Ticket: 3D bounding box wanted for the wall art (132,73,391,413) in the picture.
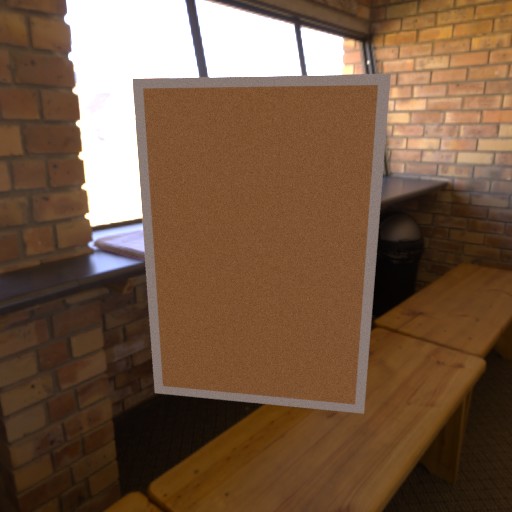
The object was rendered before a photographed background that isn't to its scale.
[{"bbox_3d":[0.000,0.000,0.869,0.456,0.656,0.013,3,16,9],"label":"wall art"}]
